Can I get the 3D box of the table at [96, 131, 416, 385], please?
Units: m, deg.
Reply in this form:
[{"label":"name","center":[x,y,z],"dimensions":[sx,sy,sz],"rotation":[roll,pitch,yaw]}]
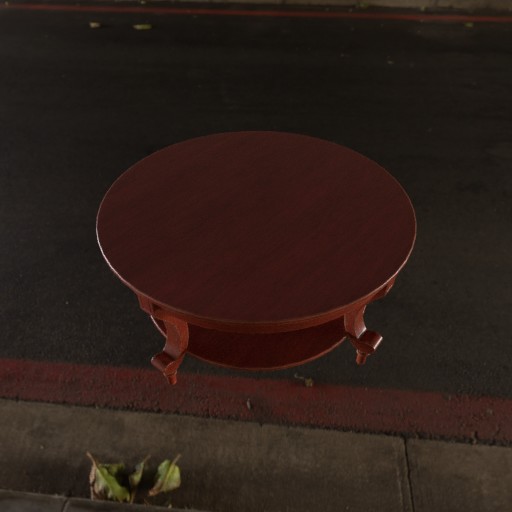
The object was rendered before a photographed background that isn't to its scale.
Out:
[{"label":"table","center":[0.000,0.000,1.628],"dimensions":[1.029,0.486,1.029],"rotation":[0,42,0]}]
